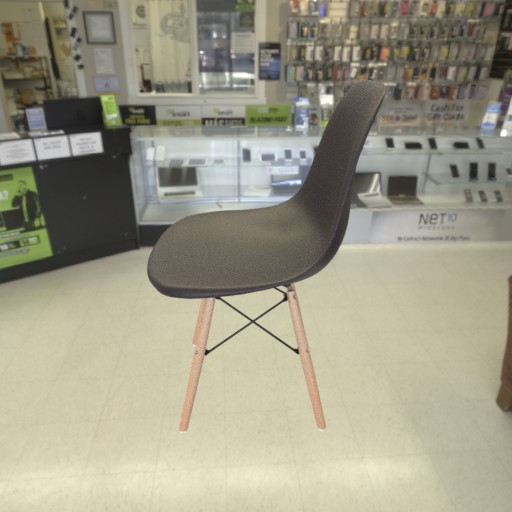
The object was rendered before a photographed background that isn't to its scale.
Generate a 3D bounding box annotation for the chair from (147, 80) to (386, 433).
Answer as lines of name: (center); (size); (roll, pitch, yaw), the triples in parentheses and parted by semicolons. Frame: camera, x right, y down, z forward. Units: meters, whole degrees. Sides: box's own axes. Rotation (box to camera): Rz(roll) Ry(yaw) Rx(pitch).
chair: (0.000, 0.000, 1.128); (0.533, 0.825, 0.470); (-1, 27, -2)
